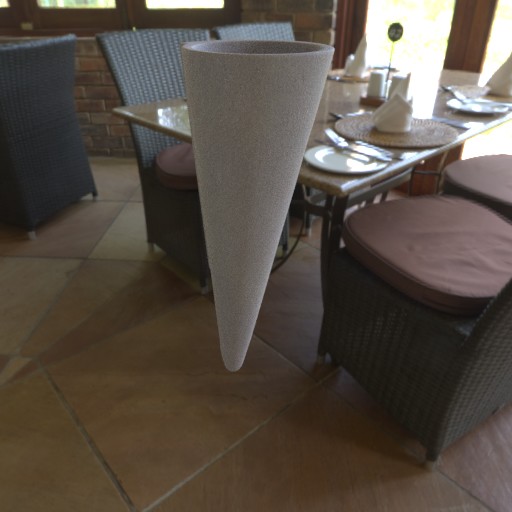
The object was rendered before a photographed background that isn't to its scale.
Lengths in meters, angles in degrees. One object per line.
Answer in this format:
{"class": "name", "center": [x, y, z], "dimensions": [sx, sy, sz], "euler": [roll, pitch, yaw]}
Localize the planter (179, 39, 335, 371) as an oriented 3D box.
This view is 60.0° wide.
{"class": "planter", "center": [0.000, 0.000, 0.301], "dimensions": [0.078, 0.259, 0.087], "euler": [-22, 37, -32]}
